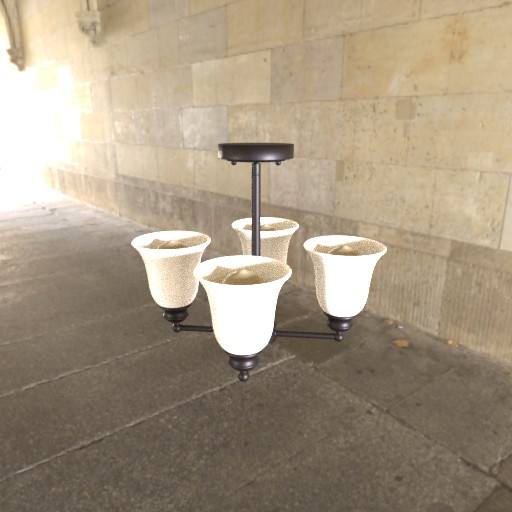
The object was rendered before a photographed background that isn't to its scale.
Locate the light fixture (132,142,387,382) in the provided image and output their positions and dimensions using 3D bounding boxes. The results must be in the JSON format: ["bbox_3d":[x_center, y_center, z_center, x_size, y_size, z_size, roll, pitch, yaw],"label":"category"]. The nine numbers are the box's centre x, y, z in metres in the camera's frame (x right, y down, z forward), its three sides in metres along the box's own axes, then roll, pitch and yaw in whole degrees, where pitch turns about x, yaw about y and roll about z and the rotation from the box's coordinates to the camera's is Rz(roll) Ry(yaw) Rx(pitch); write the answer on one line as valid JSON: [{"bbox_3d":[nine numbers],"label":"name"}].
[{"bbox_3d":[0.000,0.000,1.887,1.069,0.925,1.069,2,16,7],"label":"light fixture"}]
